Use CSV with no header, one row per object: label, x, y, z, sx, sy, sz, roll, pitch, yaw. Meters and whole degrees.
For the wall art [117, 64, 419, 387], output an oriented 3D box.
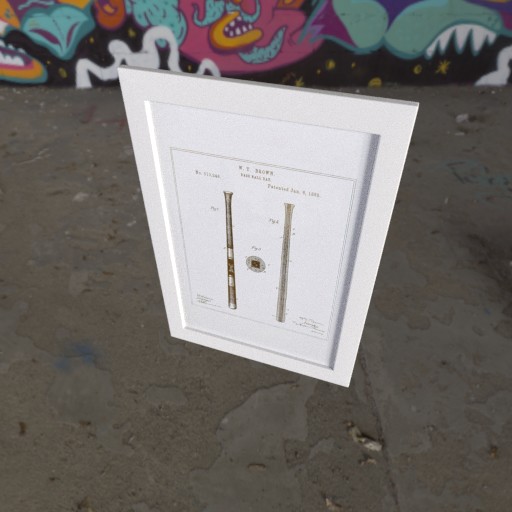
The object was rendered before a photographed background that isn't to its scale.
wall art,0.000,0.000,0.623,0.329,0.482,0.011,13,43,14
